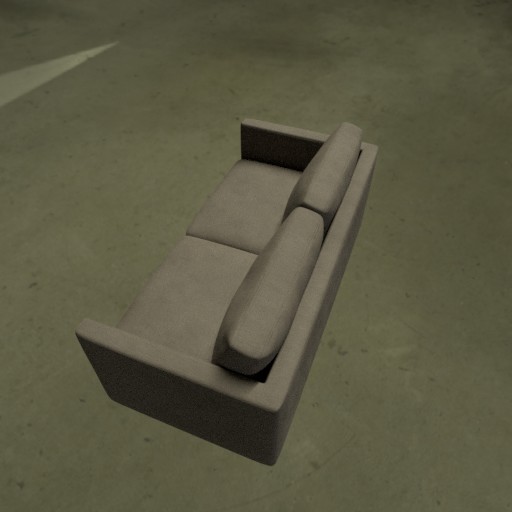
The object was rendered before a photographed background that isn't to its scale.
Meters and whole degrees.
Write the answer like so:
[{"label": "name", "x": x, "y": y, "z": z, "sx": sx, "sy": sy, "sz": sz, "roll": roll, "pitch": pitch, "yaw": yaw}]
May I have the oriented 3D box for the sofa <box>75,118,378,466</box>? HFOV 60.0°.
[{"label": "sofa", "x": 0.000, "y": 0.000, "z": 2.518, "sx": 0.950, "sy": 0.963, "sz": 1.884, "roll": 17, "pitch": 50, "yaw": 15}]
